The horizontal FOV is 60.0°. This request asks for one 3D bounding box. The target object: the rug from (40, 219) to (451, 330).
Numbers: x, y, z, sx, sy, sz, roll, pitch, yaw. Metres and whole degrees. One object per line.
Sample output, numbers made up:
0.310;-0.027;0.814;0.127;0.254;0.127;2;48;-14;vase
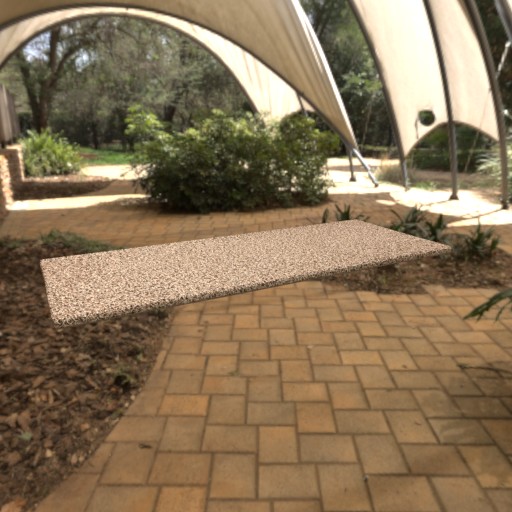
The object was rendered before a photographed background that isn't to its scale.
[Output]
0.000;0.000;1.754;1.524;0.030;0.609;-9;19;-27;rug
